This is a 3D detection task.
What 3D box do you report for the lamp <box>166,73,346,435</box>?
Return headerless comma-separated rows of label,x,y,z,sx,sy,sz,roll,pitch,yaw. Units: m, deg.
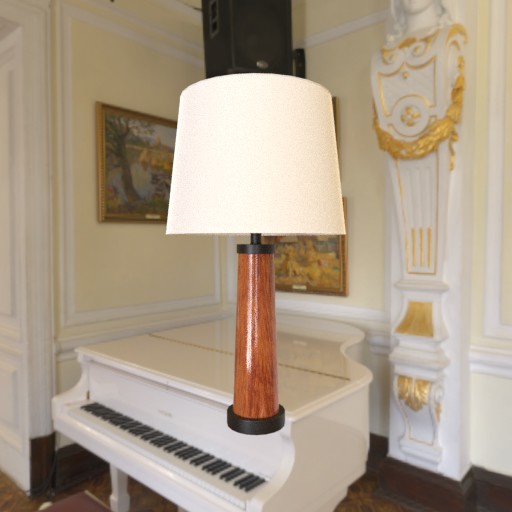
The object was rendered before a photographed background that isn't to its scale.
lamp,0.000,0.000,0.875,0.349,0.667,0.349,0,2,0
